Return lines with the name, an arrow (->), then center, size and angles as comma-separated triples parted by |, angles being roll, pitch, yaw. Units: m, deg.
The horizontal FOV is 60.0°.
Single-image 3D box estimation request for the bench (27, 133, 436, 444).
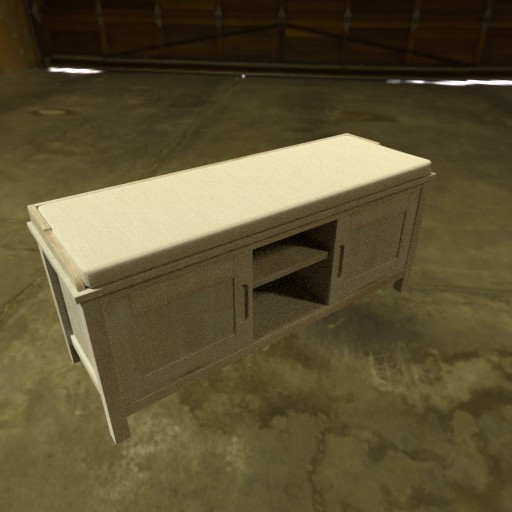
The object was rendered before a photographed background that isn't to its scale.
bench -> 0.000, 0.000, 1.370 | 1.140, 0.501, 0.398 | -20, 36, -30
